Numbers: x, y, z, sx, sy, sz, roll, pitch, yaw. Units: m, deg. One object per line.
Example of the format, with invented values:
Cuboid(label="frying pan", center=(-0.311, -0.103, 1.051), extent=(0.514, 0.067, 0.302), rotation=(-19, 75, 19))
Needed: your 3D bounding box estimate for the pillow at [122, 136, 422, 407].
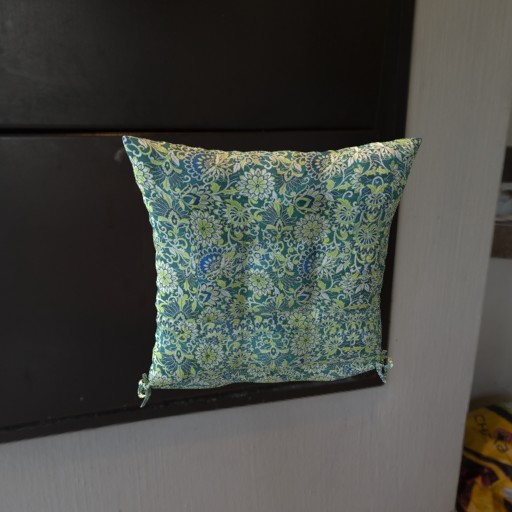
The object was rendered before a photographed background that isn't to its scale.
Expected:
Cuboid(label="pillow", center=(0.000, 0.000, 1.025), extent=(0.541, 0.536, 0.585), rotation=(-3, 15, -10))
